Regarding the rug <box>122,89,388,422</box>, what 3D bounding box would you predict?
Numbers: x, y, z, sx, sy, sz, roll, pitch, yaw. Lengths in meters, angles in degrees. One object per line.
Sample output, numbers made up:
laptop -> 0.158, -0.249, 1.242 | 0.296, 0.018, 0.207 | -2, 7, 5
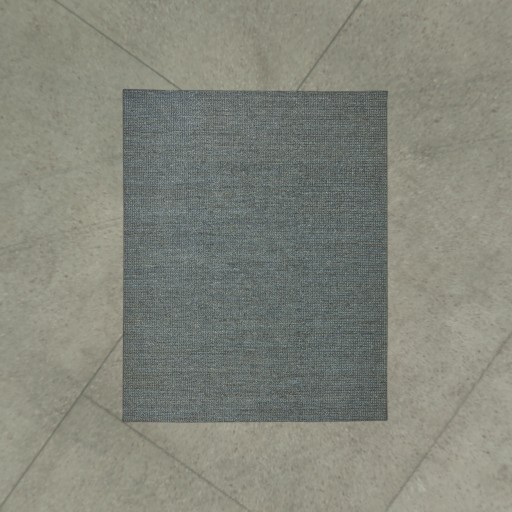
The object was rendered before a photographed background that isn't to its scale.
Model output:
rug -> 0.000, 0.000, 4.087 | 2.456, 0.021, 3.068 | 0, 90, -1
